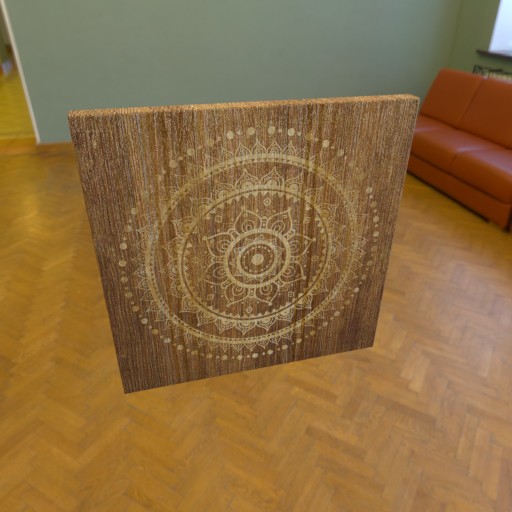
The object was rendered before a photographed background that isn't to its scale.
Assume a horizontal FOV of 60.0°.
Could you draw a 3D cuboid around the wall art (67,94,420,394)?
[{"bbox_3d":[0.000,0.000,0.909,0.611,0.608,0.042,-8,32,-13],"label":"wall art"}]
